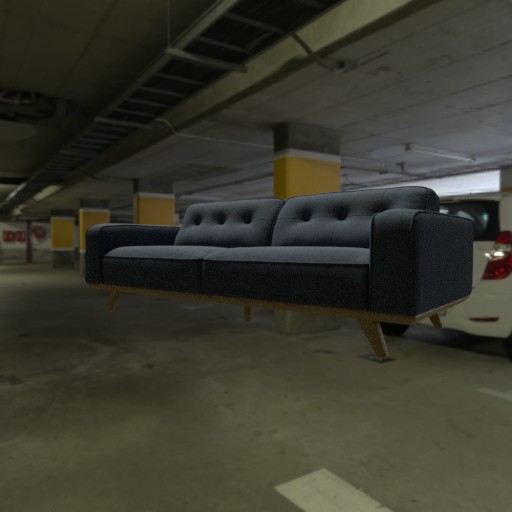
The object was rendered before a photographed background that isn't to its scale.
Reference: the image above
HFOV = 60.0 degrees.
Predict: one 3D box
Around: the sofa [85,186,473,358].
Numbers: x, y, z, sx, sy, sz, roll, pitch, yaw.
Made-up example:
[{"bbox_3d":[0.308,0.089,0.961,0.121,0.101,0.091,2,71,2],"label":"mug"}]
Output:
[{"bbox_3d":[0.000,0.000,2.696,2.270,0.782,0.953,1,2,38],"label":"sofa"}]
